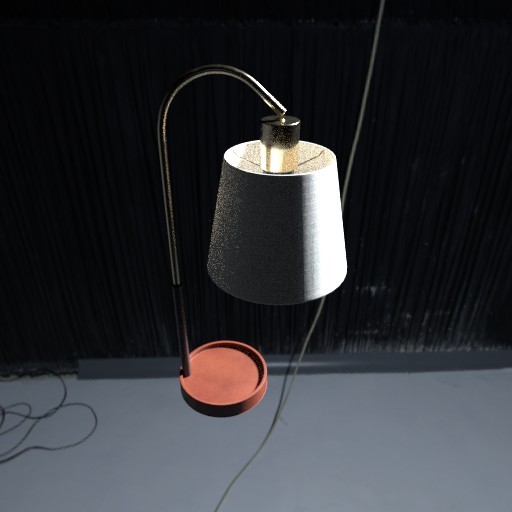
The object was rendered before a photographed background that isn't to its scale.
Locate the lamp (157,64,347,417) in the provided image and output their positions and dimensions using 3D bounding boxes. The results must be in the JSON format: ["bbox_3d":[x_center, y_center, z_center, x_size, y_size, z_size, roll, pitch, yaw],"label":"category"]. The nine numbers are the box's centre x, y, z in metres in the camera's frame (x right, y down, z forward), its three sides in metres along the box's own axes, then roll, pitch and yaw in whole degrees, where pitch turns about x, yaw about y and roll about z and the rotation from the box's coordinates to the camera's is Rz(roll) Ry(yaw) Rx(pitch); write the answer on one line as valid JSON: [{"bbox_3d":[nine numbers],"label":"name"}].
[{"bbox_3d":[0.000,0.000,0.670,0.273,0.536,0.211,0,31,0],"label":"lamp"}]
